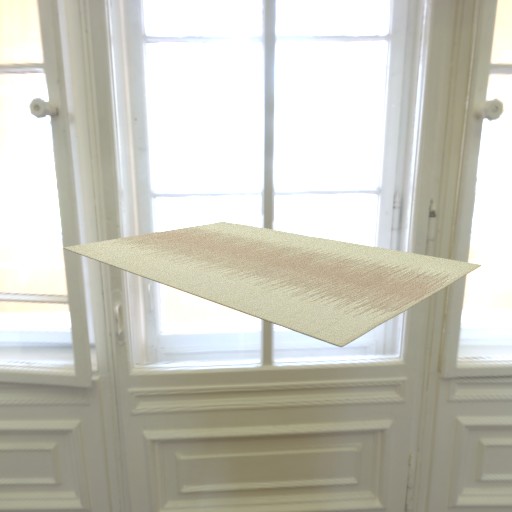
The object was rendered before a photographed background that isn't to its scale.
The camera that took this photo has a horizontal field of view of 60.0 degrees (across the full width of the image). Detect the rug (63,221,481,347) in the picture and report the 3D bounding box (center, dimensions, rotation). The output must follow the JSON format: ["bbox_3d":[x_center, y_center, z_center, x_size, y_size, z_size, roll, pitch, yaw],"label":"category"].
[{"bbox_3d":[0.000,0.000,2.324,1.850,0.006,1.234,13,19,42],"label":"rug"}]
